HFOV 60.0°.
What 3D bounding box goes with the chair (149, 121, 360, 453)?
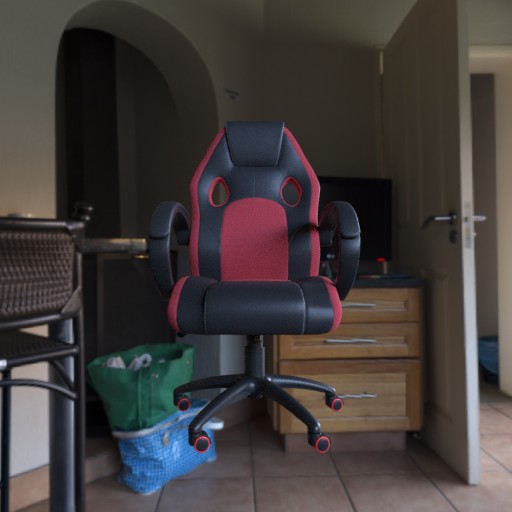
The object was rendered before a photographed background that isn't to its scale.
[{"bbox_3d":[0.000,0.000,1.627,0.673,1.187,0.724,0,0,0],"label":"chair"}]
